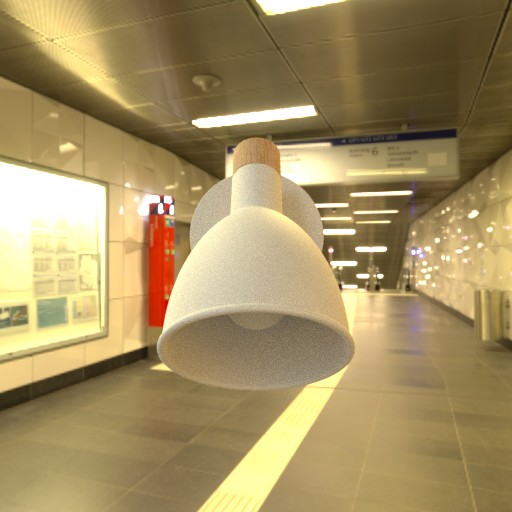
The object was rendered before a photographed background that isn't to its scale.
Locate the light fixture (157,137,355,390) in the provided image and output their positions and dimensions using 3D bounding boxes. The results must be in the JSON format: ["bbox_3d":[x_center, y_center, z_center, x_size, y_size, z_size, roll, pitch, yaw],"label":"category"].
[{"bbox_3d":[0.000,0.000,0.334,0.127,0.199,0.209,0,-1,0],"label":"light fixture"}]
